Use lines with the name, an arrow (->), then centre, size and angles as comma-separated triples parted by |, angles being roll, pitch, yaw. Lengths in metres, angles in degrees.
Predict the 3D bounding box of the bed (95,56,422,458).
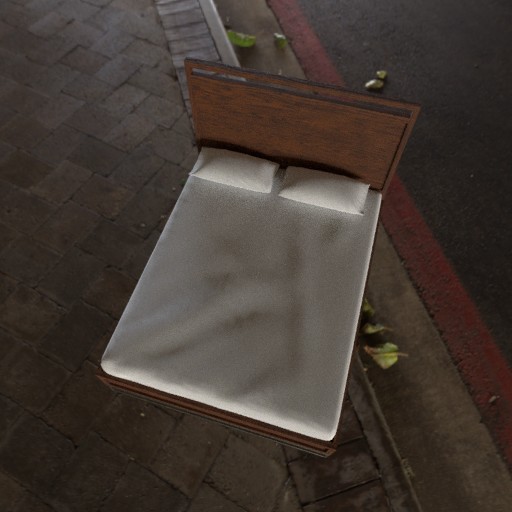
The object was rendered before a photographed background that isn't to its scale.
bed -> 0.000, 0.000, 3.331 | 1.765, 1.487, 2.218 | 14, 61, 8
